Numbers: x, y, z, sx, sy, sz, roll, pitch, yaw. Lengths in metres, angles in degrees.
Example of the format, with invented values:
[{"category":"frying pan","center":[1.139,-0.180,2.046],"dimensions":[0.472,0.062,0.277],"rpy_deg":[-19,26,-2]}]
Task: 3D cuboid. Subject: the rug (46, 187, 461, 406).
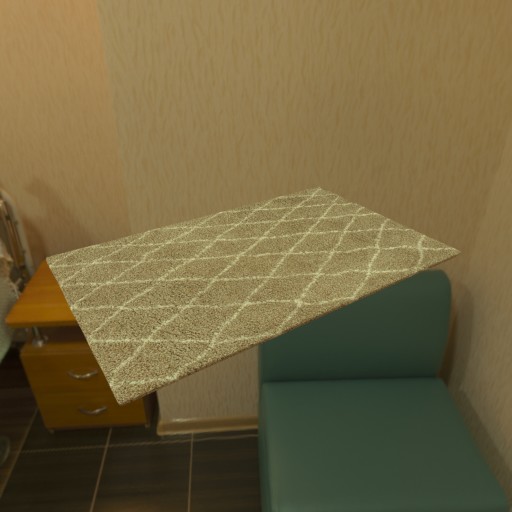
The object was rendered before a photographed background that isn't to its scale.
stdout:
[{"category":"rug","center":[0.000,0.000,3.059],"dimensions":[2.438,0.030,1.524],"rpy_deg":[-18,34,-29]}]
